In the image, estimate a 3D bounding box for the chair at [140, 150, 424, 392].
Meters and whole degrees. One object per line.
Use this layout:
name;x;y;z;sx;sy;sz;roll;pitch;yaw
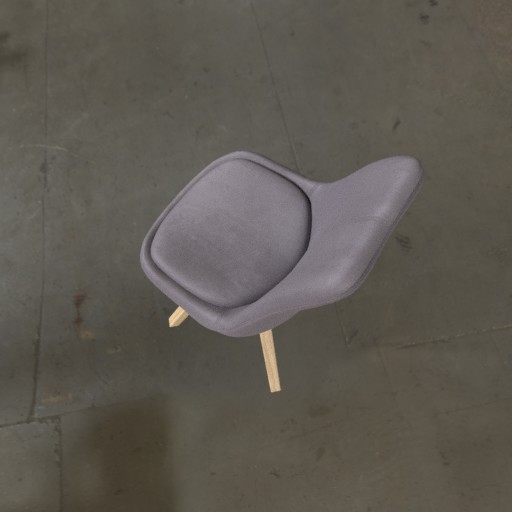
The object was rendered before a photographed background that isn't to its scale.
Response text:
chair;0.000;0.000;1.168;0.547;0.865;0.483;31;68;14
